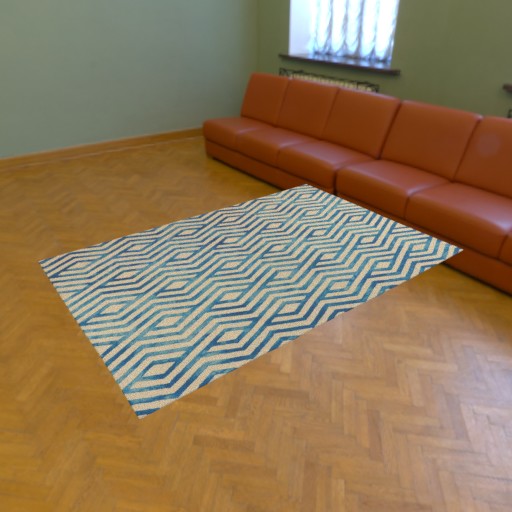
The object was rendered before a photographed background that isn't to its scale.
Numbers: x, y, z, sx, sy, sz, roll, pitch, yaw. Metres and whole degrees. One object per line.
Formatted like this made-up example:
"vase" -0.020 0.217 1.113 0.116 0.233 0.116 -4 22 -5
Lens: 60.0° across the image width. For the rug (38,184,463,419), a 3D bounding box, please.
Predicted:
"rug" 0.000 0.000 2.289 1.830 0.008 1.225 -20 35 -31
